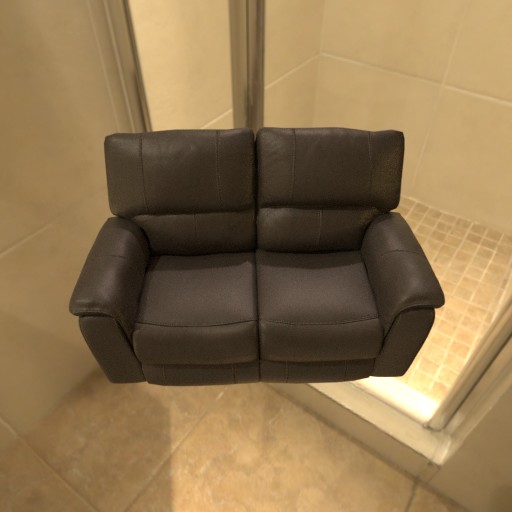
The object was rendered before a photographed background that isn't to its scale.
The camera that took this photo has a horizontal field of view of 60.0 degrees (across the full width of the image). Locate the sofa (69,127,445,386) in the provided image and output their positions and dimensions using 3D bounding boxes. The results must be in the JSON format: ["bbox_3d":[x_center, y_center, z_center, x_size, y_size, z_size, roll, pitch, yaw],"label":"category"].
[{"bbox_3d":[0.000,0.000,2.459,1.765,1.111,1.104,-1,45,-1],"label":"sofa"}]
